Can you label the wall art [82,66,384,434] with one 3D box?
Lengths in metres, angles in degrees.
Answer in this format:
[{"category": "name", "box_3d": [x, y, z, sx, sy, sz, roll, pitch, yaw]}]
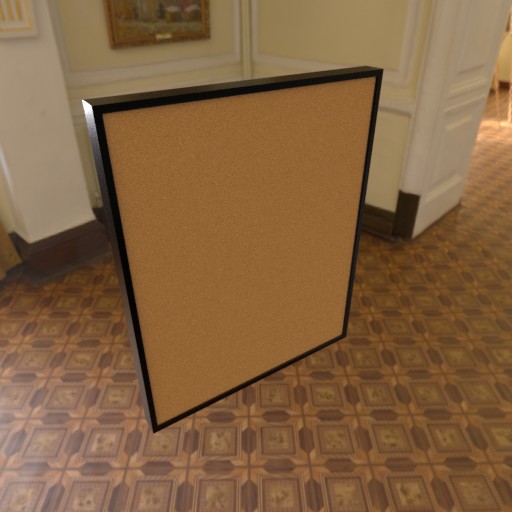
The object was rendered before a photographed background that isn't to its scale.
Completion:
[{"category": "wall art", "box_3d": [0.000, 0.000, 0.744, 0.451, 0.553, 0.039, -19, 36, -28]}]
